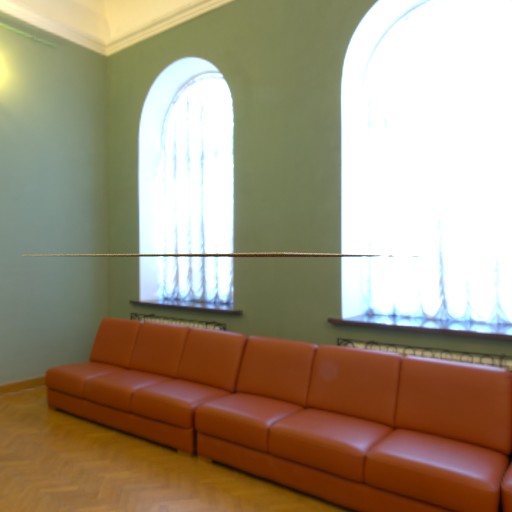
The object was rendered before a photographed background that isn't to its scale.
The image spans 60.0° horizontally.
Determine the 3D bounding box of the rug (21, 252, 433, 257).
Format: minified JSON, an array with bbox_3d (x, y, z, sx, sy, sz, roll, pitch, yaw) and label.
[{"bbox_3d":[0.000,0.000,4.077,2.421,0.008,3.045,0,0,34],"label":"rug"}]
